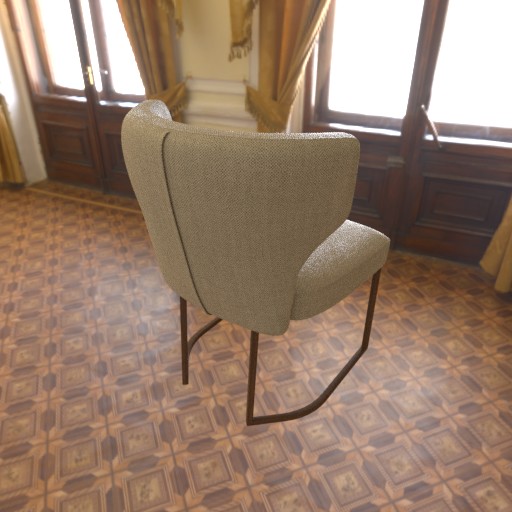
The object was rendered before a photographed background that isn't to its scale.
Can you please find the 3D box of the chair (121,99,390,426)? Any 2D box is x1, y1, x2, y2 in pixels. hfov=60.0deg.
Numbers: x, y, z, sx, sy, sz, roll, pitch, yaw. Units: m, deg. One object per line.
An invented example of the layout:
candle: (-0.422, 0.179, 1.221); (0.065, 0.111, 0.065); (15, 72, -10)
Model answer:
chair: (0.000, 0.000, 1.246); (0.611, 0.824, 0.617); (21, 36, 32)
